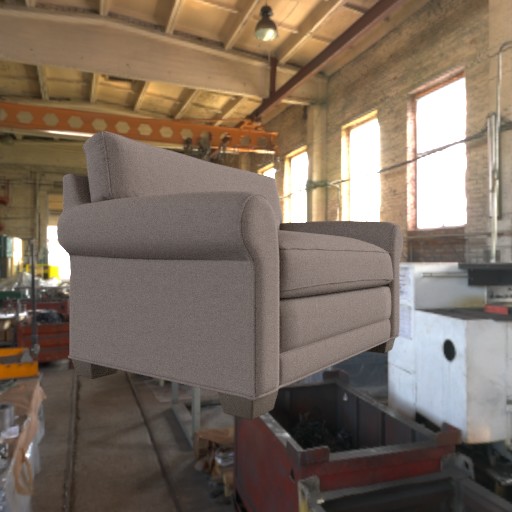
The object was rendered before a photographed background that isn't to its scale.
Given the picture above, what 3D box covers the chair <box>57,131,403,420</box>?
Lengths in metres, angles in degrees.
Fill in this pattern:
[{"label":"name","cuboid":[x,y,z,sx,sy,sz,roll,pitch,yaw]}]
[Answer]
[{"label":"chair","cuboid":[0.000,0.000,1.955,0.930,0.930,1.390,0,-1,35]}]
